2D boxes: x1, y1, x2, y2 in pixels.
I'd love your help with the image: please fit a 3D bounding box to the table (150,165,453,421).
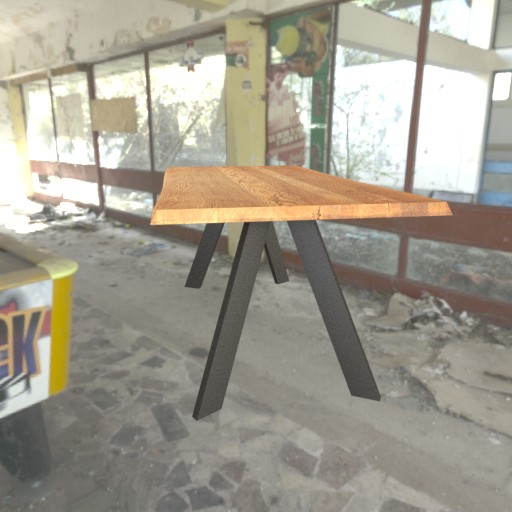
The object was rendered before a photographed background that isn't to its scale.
[{"bbox_3d":[0.000,0.000,2.214,0.900,0.770,1.800,-3,15,-10],"label":"table"}]
